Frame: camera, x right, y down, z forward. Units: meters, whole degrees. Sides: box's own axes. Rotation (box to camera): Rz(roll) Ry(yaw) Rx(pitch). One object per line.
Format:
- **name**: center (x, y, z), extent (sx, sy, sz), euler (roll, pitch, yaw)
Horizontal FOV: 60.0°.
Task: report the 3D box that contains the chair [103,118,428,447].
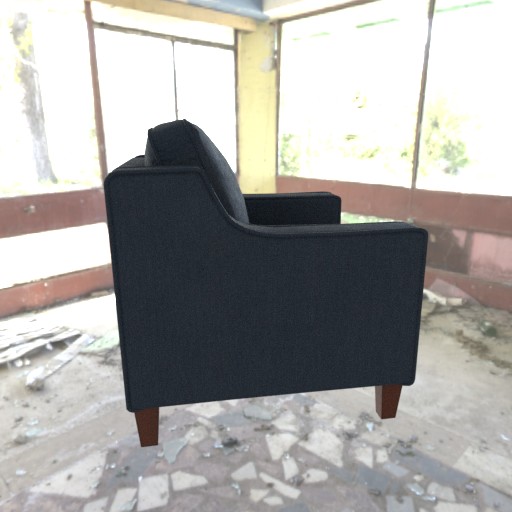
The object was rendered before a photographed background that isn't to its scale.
- **chair**: center (0.000, 0.000, 1.641), extent (0.909, 0.960, 0.831), euler (-3, 16, -10)
